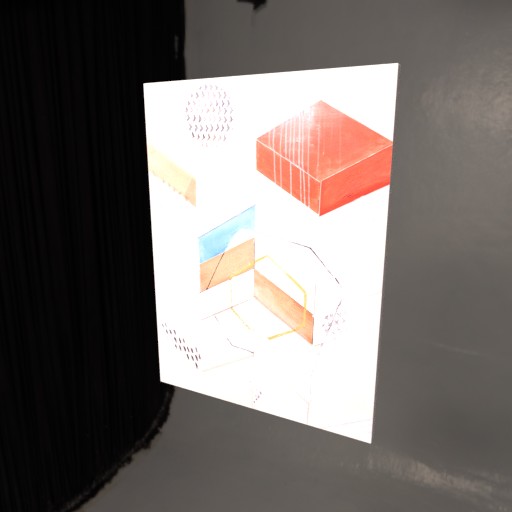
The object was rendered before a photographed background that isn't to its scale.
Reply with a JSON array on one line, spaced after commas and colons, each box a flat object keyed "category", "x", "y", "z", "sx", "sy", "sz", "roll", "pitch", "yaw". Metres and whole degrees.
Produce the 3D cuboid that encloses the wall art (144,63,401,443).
[{"category": "wall art", "x": 0.000, "y": 0.000, "z": 1.602, "sx": 0.914, "sy": 1.221, "sz": 0.046, "roll": 7, "pitch": 16, "yaw": 26}]
